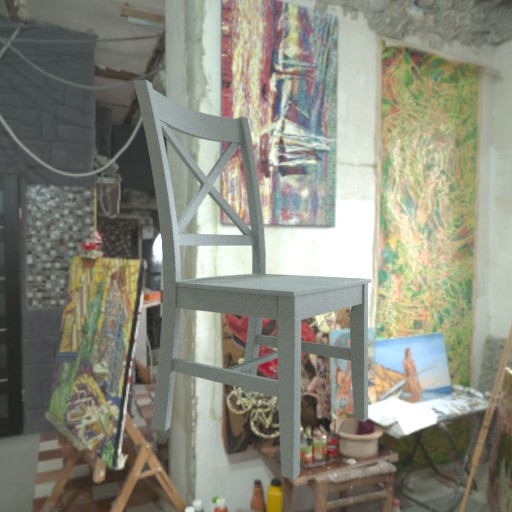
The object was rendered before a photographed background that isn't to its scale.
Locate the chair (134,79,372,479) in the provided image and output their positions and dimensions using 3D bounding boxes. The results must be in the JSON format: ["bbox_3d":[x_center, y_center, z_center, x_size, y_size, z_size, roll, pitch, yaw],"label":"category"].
[{"bbox_3d":[0.000,0.000,1.304,0.542,0.983,0.485,1,2,36],"label":"chair"}]
